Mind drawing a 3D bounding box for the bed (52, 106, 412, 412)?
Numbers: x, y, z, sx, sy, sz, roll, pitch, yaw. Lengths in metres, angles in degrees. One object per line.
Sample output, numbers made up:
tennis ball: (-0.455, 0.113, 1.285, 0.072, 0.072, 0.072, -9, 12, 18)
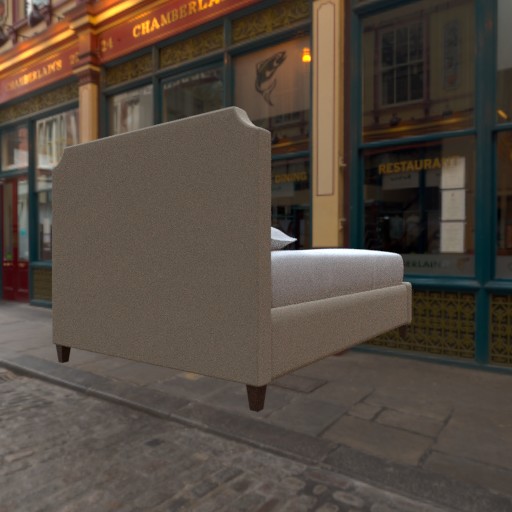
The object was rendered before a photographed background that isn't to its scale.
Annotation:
bed: (0.000, 0.000, 3.414, 1.703, 1.415, 2.329, 0, 0, 35)
